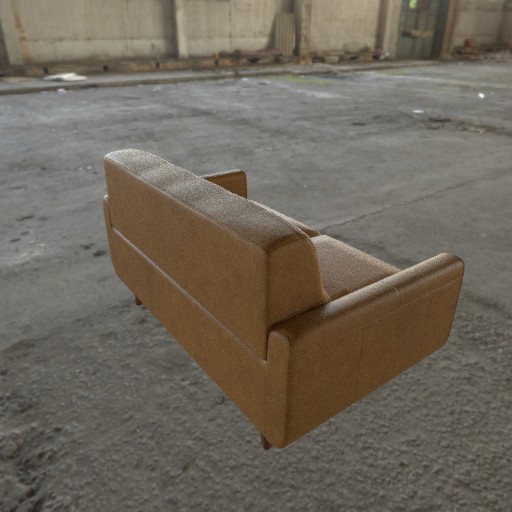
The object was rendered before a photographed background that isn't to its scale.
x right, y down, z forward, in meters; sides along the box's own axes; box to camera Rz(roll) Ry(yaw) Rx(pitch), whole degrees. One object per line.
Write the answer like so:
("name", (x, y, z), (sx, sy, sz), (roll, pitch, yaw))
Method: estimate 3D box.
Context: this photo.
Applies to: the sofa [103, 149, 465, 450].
("sofa", (0.000, 0.000, 2.207), (0.952, 0.925, 1.651), (-18, 32, -32))
